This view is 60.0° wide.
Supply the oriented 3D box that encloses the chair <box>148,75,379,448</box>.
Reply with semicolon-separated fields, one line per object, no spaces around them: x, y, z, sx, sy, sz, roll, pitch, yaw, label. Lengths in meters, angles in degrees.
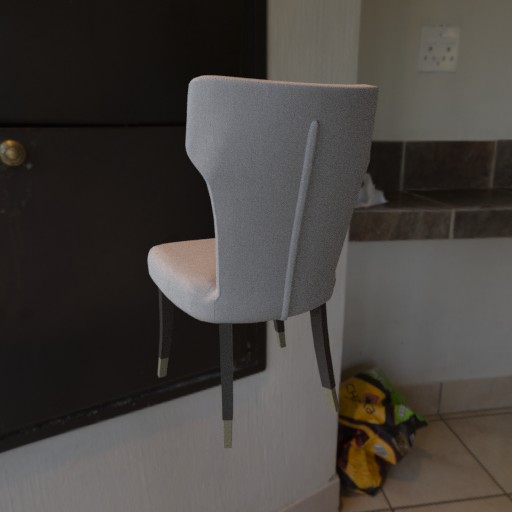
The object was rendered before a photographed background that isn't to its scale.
0.000;0.000;1.330;0.526;0.950;0.630;-8;18;-26;chair
